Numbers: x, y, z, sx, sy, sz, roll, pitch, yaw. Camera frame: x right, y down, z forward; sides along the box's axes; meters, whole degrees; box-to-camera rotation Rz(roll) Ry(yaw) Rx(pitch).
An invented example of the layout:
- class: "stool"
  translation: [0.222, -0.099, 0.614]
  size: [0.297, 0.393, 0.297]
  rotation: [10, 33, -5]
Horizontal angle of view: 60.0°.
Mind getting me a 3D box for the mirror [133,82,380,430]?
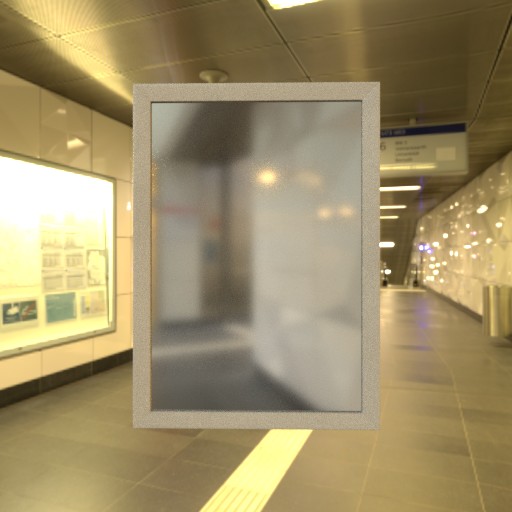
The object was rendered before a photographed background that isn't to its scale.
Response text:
- class: "mirror"
  translation: [0.000, 0.000, 0.928]
  size: [0.507, 0.710, 0.040]
  rotation: [0, 0, 1]
